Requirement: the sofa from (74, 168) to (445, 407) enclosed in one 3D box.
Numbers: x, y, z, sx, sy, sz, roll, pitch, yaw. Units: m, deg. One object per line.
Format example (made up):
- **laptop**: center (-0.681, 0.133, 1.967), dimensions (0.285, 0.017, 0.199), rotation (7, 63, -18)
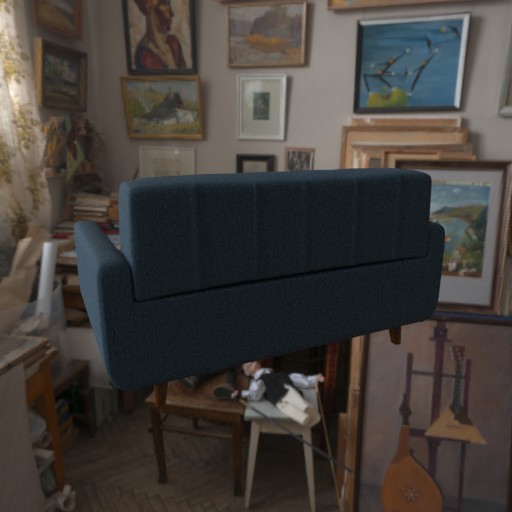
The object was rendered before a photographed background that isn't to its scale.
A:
- **sofa**: center (0.000, 0.000, 2.272), dimensions (1.651, 0.896, 0.942), rotation (-7, 17, -25)
